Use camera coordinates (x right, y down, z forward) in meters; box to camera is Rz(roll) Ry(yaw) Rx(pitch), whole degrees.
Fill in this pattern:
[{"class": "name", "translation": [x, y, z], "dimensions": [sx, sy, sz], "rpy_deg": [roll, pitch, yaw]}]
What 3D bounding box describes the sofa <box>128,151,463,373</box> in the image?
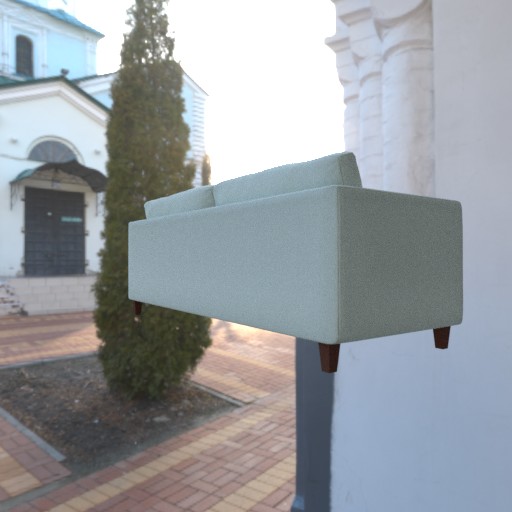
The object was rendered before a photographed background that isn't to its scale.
[{"class": "sofa", "translation": [0.000, 0.000, 2.985], "dimensions": [0.948, 0.965, 2.434], "rpy_deg": [0, 0, -35]}]
